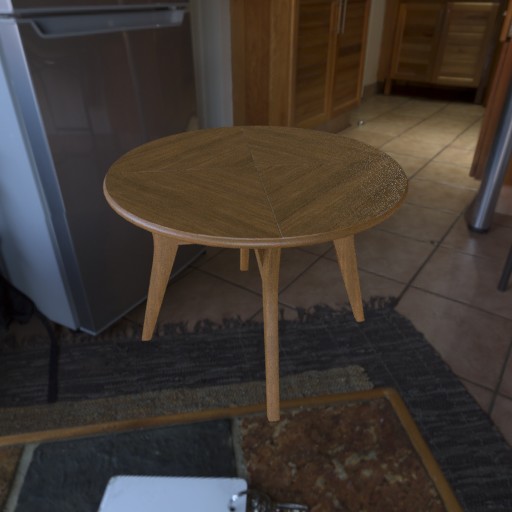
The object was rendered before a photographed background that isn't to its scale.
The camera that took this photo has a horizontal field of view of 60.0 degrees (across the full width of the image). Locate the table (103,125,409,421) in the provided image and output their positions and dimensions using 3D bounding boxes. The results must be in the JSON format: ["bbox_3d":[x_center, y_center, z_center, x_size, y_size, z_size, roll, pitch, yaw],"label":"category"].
[{"bbox_3d":[0.000,0.000,1.788,1.055,0.757,1.055,0,32,0],"label":"table"}]
